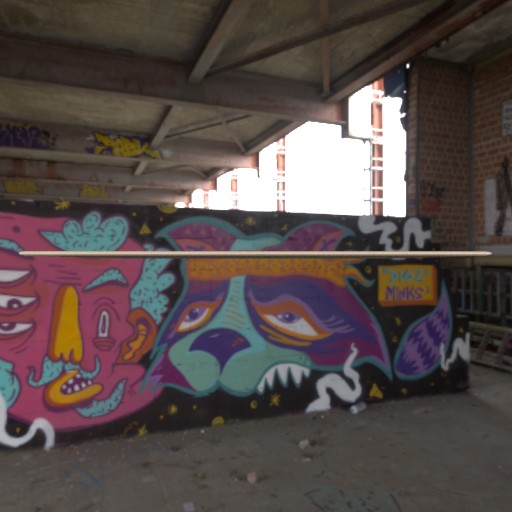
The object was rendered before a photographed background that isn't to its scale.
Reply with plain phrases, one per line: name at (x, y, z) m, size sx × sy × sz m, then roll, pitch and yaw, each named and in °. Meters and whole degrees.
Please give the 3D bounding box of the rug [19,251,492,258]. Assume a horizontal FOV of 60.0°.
rug at (0.000, 0.000, 2.691) m, size 2.081 × 0.020 × 1.525 m, roll 0°, pitch -1°, yaw -1°
